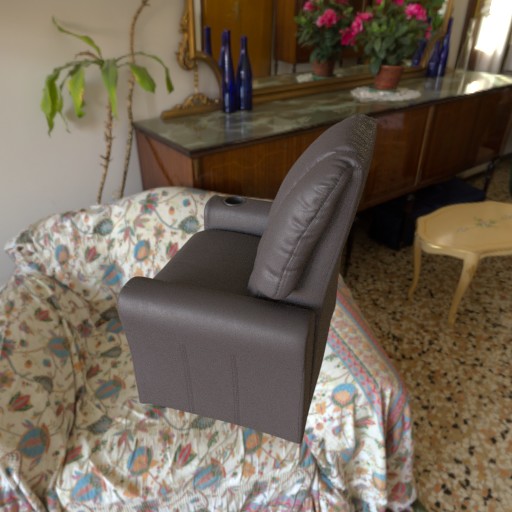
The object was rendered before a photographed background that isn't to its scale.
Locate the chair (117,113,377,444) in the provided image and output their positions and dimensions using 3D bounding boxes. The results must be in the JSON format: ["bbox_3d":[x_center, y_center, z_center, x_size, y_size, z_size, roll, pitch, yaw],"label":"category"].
[{"bbox_3d":[0.000,0.000,1.164,0.521,0.709,0.610,9,32,14],"label":"chair"}]
